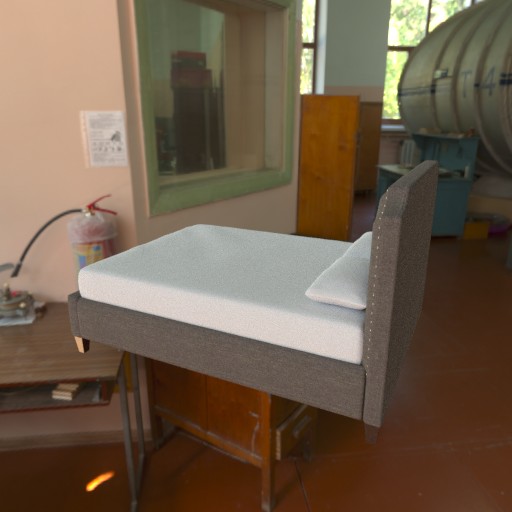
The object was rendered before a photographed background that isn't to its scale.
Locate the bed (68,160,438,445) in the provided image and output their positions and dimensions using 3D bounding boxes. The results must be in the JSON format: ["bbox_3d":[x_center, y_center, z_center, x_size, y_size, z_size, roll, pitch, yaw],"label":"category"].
[{"bbox_3d":[0.000,0.000,3.478,2.381,1.457,1.713,9,20,25],"label":"bed"}]
